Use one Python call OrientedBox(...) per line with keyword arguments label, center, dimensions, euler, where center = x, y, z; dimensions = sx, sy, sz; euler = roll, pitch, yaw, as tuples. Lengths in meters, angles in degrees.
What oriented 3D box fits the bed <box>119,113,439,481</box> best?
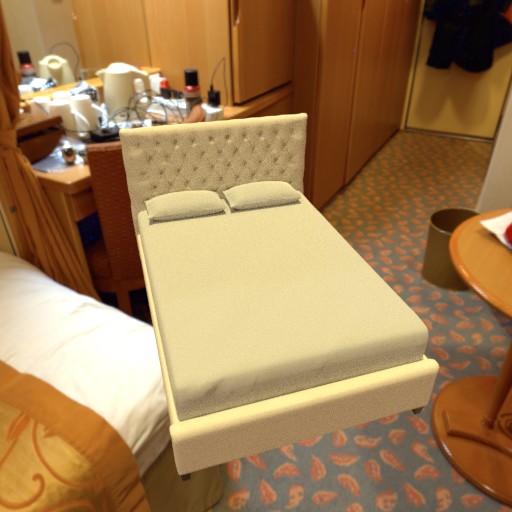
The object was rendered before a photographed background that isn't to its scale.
OrientedBox(label="bed", center=(0.000, 0.000, 3.363), dimensions=(1.698, 1.427, 2.387), euler=(-10, 34, -14))
